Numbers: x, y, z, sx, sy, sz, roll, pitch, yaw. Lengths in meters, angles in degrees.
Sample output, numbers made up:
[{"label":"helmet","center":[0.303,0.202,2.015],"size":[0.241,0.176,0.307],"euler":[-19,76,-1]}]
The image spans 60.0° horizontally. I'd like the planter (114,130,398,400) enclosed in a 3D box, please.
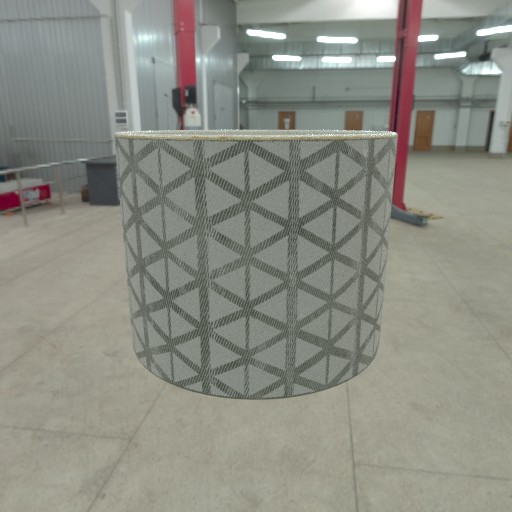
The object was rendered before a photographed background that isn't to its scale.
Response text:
[{"label":"planter","center":[0.000,0.000,0.442],"size":[0.250,0.239,0.250],"euler":[0,17,0]}]
